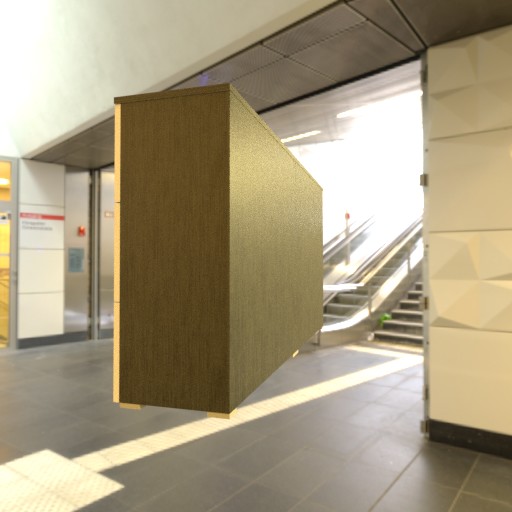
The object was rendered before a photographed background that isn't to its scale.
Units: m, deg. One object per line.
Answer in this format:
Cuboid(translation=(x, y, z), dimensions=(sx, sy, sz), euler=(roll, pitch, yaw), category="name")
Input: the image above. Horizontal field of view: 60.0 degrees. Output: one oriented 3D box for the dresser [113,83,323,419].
Cuboid(translation=(0.000, 0.000, 1.821), dimensions=(0.333, 0.790, 1.535), euler=(0, -1, 17), category="dresser")
